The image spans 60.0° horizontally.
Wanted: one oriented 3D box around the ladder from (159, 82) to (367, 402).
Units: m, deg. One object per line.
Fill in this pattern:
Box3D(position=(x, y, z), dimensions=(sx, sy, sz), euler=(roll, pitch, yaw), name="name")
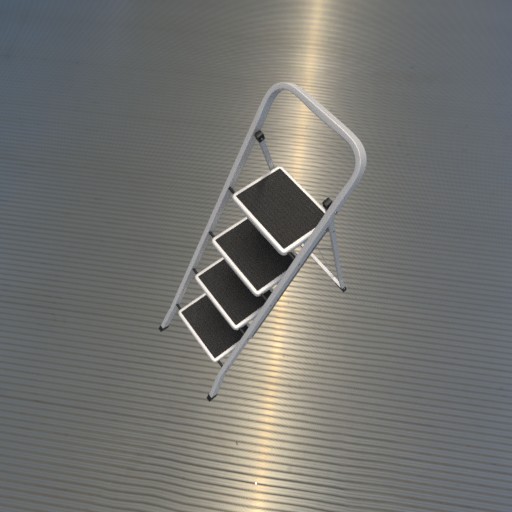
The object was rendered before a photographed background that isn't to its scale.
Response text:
Box3D(position=(0.000, 0.000, 1.766), dimensions=(0.914, 1.265, 0.460), euler=(-34, 68, -16), name="ladder")
